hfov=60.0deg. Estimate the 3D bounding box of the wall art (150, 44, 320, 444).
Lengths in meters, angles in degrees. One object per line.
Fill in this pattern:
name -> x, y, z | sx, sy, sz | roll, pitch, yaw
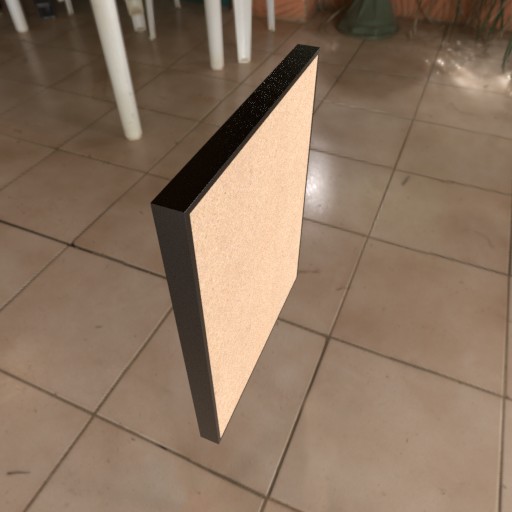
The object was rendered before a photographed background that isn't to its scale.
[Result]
wall art -> 0.000, 0.000, 0.768 | 0.038, 0.551, 0.448 | 16, 48, 16
